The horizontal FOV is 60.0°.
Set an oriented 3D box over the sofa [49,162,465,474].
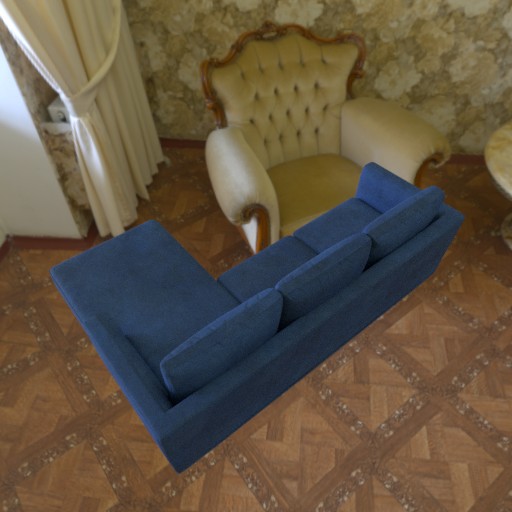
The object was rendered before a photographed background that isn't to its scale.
[{"bbox_3d":[0.000,0.000,3.142,2.438,0.987,1.622,-31,54,-26],"label":"sofa"}]
